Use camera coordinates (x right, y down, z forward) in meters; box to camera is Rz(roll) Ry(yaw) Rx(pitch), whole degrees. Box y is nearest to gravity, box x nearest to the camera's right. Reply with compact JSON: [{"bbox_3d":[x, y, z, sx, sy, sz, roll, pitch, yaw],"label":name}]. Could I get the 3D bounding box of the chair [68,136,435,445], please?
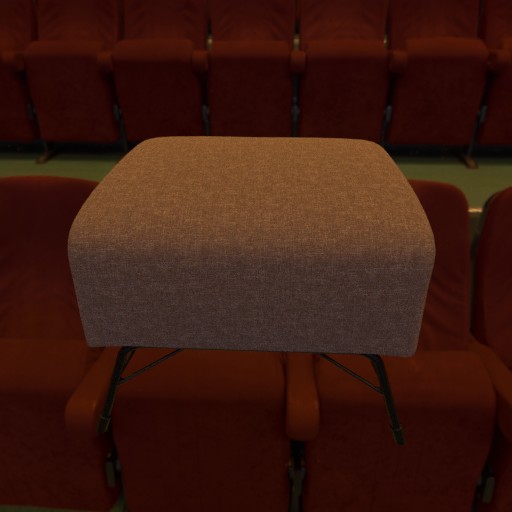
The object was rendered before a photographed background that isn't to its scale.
[{"bbox_3d":[0.000,0.000,0.876,0.530,0.410,0.530,1,30,2],"label":"chair"}]
